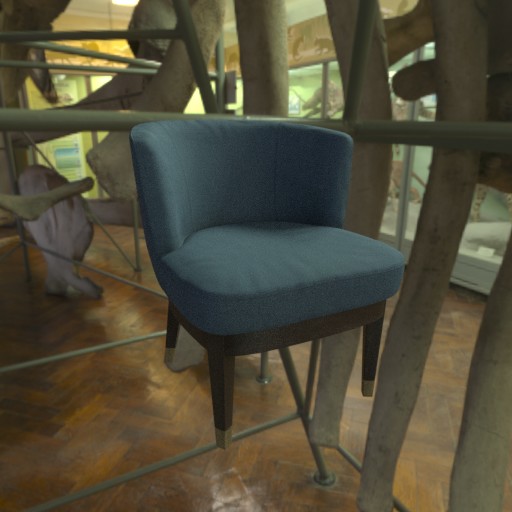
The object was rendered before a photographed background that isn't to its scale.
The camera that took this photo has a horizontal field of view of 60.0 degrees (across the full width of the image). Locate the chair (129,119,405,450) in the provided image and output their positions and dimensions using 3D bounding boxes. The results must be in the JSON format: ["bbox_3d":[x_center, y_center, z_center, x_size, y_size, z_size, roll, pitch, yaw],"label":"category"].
[{"bbox_3d":[0.000,0.000,1.288,0.661,0.760,0.702,-9,19,-27],"label":"chair"}]
